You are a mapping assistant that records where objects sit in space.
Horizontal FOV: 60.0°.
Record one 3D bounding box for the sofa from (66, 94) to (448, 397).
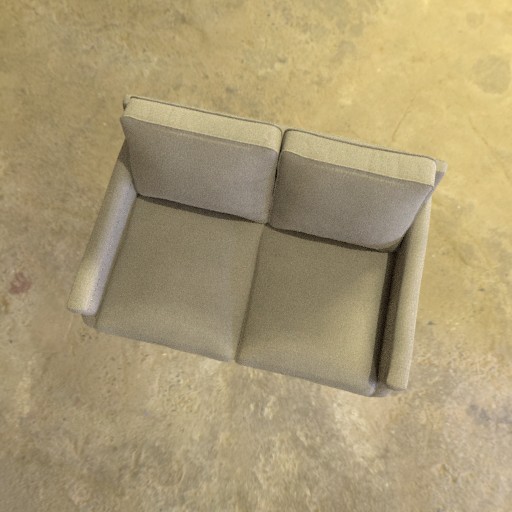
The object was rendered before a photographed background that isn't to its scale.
[{"bbox_3d":[0.000,0.000,2.218,1.597,1.003,1.084,13,77,3],"label":"sofa"}]
